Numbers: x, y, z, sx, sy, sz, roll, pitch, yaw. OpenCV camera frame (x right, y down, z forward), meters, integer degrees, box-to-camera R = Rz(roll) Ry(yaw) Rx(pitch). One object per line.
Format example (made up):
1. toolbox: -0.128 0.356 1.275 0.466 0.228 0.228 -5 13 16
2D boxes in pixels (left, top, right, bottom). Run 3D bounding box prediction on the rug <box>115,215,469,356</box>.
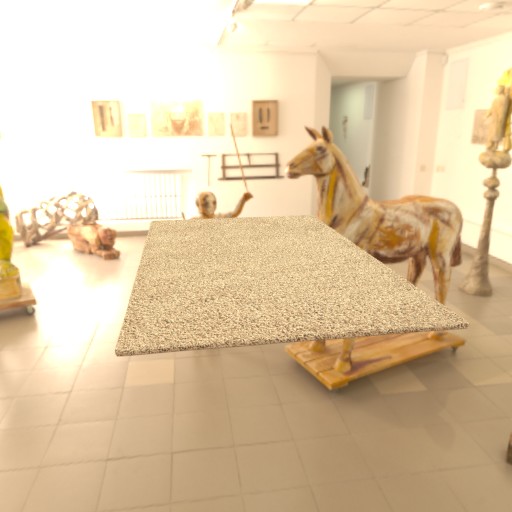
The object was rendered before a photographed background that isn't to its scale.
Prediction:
1. rug: 0.000 0.000 2.990 1.524 0.030 2.438 -3 17 -9
